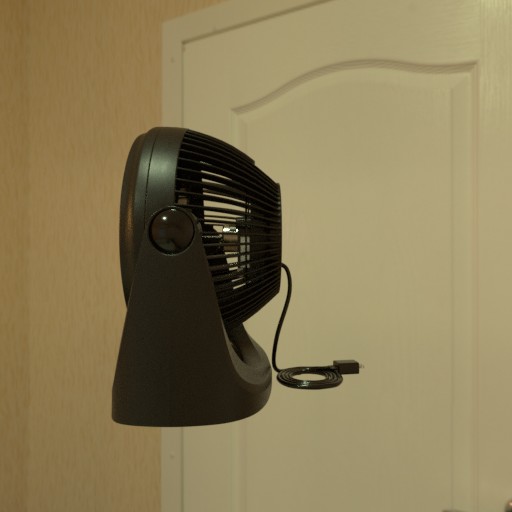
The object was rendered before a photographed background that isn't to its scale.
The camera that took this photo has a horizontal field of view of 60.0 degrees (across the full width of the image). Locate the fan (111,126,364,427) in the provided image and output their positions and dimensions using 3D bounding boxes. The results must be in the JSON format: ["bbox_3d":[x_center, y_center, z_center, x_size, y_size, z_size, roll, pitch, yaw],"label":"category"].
[{"bbox_3d":[0.000,0.000,0.491,0.256,0.277,0.273,0,0,0],"label":"fan"}]
